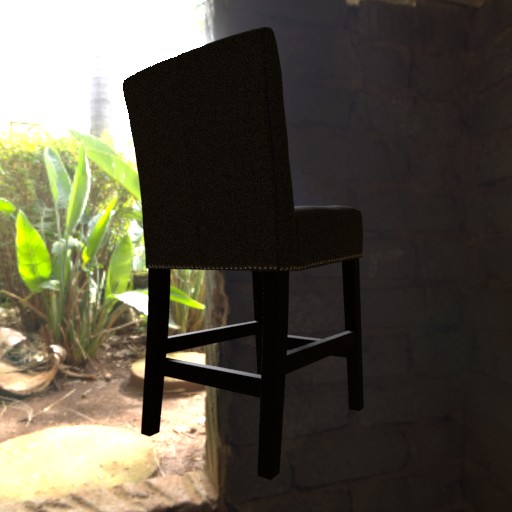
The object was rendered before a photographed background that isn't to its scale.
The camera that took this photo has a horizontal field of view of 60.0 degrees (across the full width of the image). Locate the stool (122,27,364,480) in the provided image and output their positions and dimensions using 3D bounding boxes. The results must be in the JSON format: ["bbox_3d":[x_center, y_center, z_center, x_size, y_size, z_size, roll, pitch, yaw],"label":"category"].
[{"bbox_3d":[0.000,0.000,1.165,0.427,0.885,0.571,0,0,36],"label":"stool"}]
